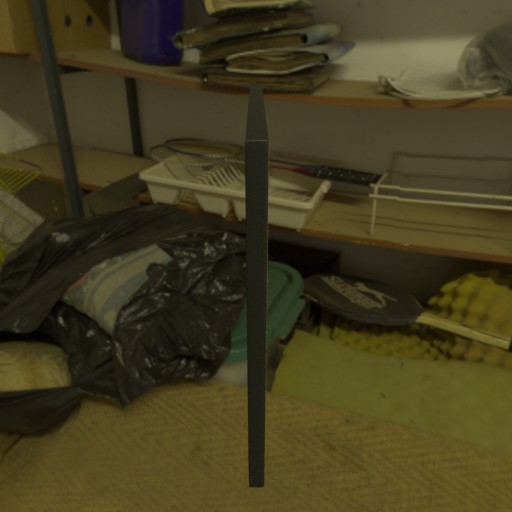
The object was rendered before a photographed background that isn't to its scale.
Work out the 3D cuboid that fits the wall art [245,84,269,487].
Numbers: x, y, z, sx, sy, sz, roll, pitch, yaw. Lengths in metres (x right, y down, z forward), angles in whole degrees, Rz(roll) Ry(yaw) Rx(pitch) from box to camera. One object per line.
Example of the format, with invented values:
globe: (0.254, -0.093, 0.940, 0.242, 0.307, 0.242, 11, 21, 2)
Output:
wall art: (0.000, 0.000, 0.684, 0.022, 0.453, 0.456, 0, 27, 0)
